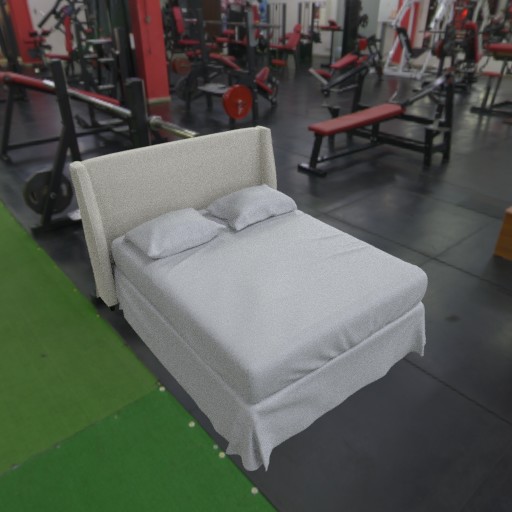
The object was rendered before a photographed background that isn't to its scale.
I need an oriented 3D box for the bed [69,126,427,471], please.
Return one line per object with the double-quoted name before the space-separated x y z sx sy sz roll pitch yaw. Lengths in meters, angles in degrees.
"bed" 0.000 0.000 3.462 1.925 1.332 2.276 -21 36 -32
